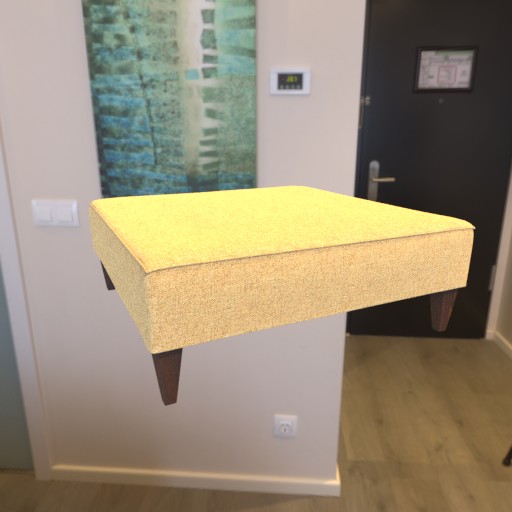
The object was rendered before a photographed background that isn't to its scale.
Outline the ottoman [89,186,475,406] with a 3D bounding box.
[{"bbox_3d":[0.000,0.000,1.544,0.981,0.378,0.970,-8,18,-25],"label":"ottoman"}]
